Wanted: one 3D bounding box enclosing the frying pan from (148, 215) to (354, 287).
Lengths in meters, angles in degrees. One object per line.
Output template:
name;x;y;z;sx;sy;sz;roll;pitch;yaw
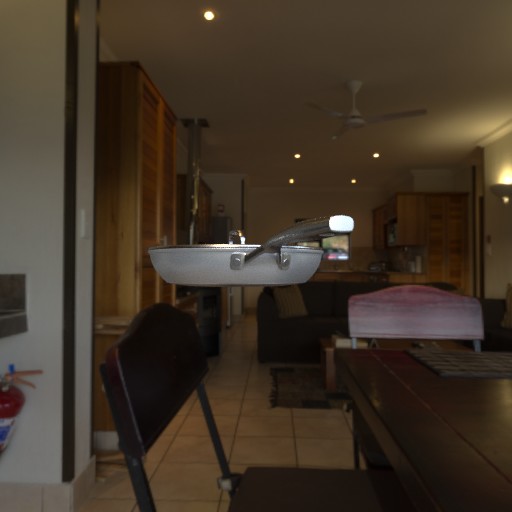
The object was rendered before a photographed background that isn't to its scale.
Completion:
frying pan;0.000;0.000;0.597;0.272;0.086;0.490;0;-2;-16
